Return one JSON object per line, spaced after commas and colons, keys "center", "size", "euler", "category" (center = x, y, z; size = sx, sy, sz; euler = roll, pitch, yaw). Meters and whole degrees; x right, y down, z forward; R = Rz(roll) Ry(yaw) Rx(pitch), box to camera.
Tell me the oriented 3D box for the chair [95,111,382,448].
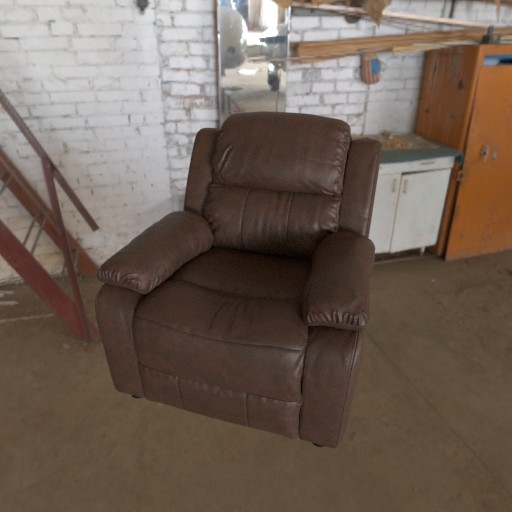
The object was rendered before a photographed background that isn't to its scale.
{"center": [0.000, 0.000, 1.273], "size": [0.680, 0.702, 0.707], "euler": [9, 29, 16], "category": "chair"}
